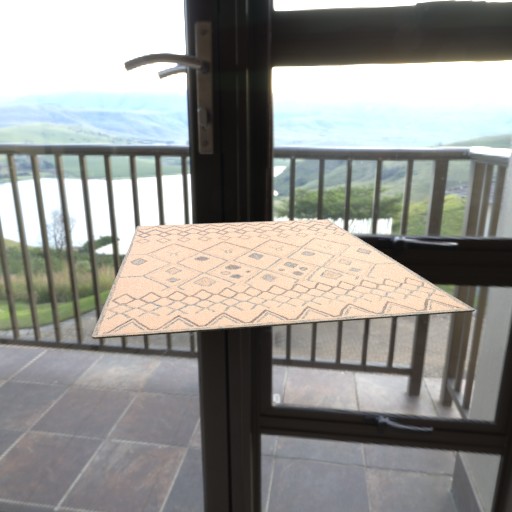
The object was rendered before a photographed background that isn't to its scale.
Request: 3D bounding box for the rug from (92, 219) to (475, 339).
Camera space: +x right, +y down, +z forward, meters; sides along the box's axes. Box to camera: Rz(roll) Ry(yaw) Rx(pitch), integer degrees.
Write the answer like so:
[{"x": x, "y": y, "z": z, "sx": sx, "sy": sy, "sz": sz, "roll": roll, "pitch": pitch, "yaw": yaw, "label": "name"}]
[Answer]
[{"x": 0.000, "y": 0.000, "z": 4.187, "sx": 2.441, "sy": 0.013, "sz": 3.056, "roll": -3, "pitch": 16, "yaw": -9, "label": "rug"}]
